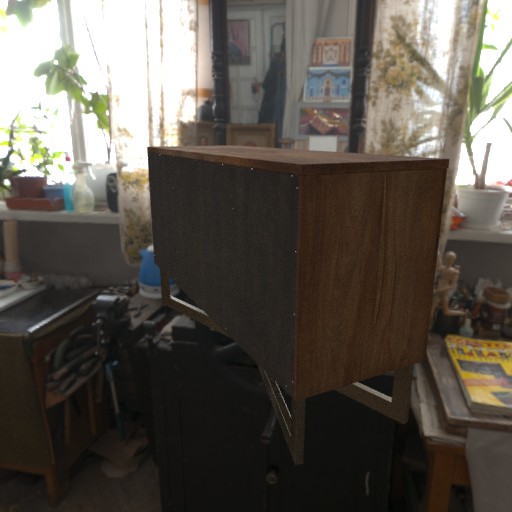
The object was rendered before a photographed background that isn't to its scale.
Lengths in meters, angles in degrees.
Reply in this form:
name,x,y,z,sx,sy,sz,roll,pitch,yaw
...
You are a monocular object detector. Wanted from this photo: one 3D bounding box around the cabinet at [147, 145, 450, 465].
name,x,y,z,sx,sy,sz,roll,pitch,yaw
cabinet,0.000,0.000,1.758,0.480,0.812,1.373,-8,17,-26
